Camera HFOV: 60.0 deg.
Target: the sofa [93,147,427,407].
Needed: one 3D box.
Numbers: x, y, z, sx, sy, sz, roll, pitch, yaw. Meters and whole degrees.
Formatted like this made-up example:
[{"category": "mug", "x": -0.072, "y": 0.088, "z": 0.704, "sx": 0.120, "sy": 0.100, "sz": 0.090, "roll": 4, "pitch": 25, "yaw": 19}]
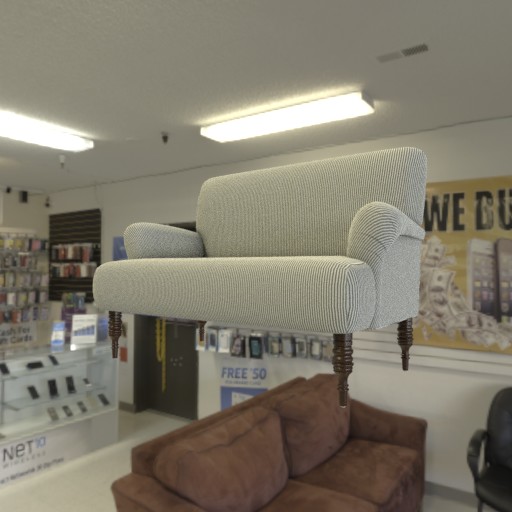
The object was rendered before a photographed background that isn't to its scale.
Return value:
[{"category": "sofa", "x": 0.000, "y": 0.000, "z": 1.847, "sx": 1.297, "sy": 0.889, "sz": 0.779, "roll": -1, "pitch": -1, "yaw": 37}]
